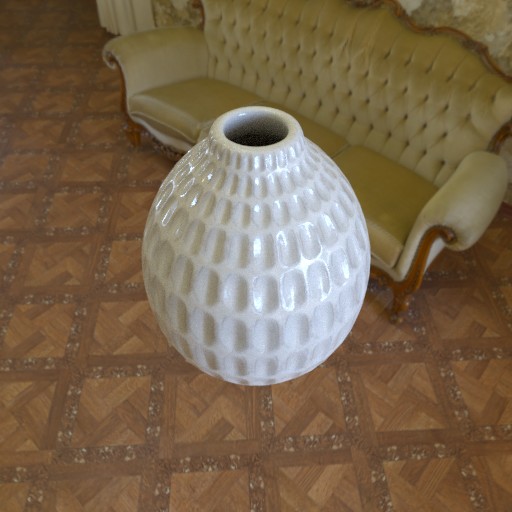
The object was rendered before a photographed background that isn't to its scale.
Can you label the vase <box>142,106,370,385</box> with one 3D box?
[{"bbox_3d":[0.000,0.000,0.254,0.128,0.167,0.128,0,48,0],"label":"vase"}]
